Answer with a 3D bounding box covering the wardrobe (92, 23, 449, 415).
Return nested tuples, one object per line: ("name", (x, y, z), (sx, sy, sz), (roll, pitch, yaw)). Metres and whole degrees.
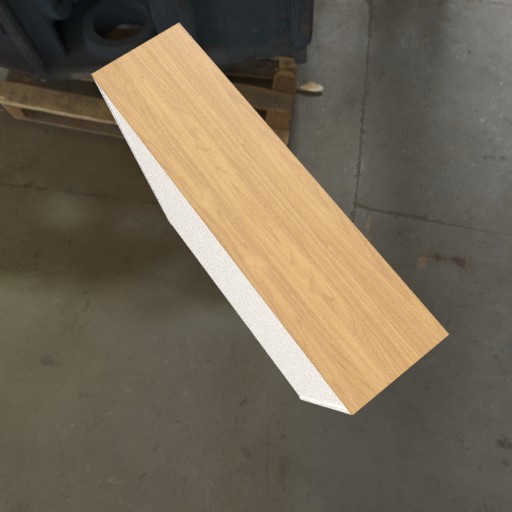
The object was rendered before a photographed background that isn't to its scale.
("wardrobe", (0.000, 0.000, 3.272), (0.590, 2.260, 2.160), (-36, 77, -10))
